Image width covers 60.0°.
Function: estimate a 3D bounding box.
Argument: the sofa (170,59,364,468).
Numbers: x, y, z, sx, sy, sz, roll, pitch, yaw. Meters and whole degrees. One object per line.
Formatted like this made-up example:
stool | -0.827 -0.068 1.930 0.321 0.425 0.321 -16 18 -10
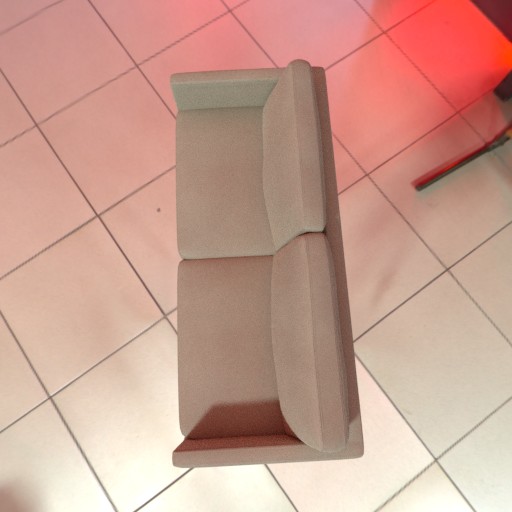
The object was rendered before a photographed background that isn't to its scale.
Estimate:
sofa | 0.000 0.000 2.610 0.948 0.932 2.181 -3 76 -1
